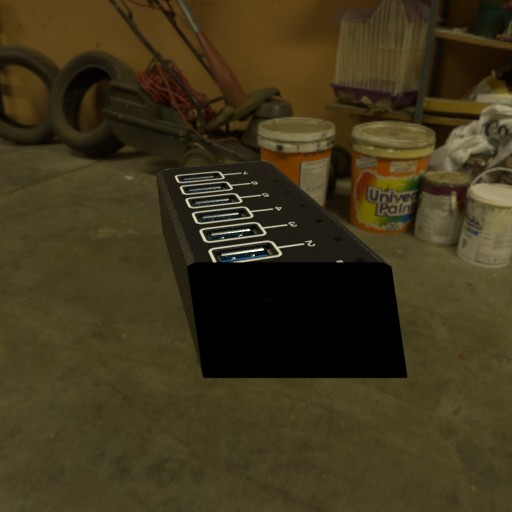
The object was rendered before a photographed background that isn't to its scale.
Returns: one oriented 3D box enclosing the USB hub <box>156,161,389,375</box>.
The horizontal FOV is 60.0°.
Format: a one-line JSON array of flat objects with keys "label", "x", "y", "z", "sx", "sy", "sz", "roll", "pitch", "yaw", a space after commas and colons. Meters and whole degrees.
[{"label": "USB hub", "x": 0.000, "y": 0.000, "z": 0.127, "sx": 0.044, "sy": 0.023, "sz": 0.110, "roll": -8, "pitch": 29, "yaw": -15}]
